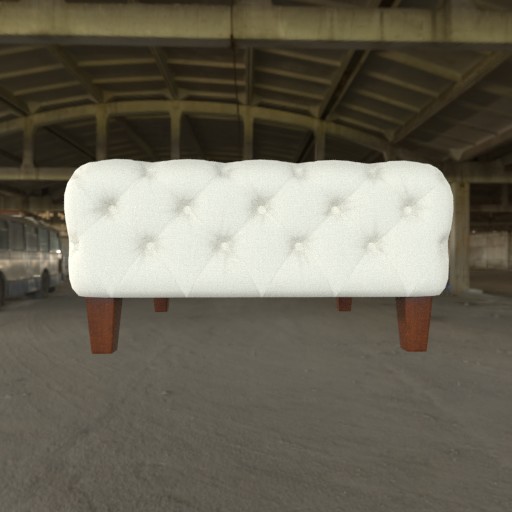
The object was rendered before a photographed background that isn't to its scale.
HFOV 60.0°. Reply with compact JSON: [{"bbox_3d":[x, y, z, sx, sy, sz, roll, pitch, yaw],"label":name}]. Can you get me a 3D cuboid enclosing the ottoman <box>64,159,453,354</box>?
[{"bbox_3d":[0.000,0.000,1.191,0.753,0.376,0.755,0,0,-2],"label":"ottoman"}]
